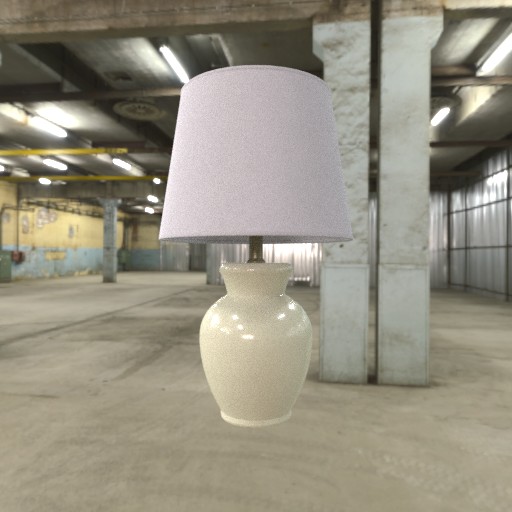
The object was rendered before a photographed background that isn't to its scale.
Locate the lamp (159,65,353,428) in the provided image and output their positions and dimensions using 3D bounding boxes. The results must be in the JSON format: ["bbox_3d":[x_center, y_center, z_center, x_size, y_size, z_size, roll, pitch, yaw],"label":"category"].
[{"bbox_3d":[0.000,0.000,0.557,0.239,0.399,0.239,0,-1,0],"label":"lamp"}]
